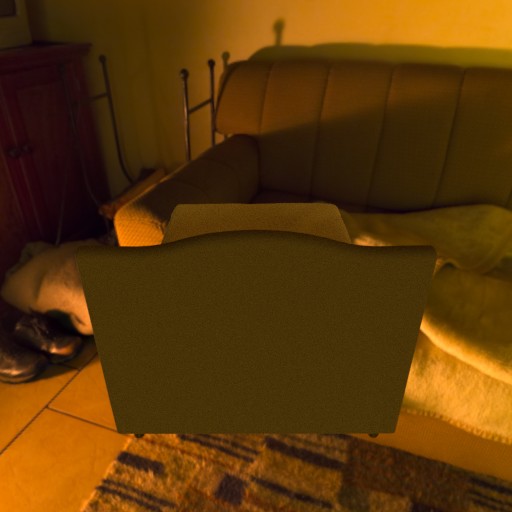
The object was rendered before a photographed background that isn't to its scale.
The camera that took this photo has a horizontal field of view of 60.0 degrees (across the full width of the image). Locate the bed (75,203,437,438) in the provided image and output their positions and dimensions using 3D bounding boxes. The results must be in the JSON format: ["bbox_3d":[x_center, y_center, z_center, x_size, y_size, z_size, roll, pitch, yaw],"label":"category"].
[{"bbox_3d":[0.000,0.000,3.175,1.666,1.387,2.036,0,31,0],"label":"bed"}]
